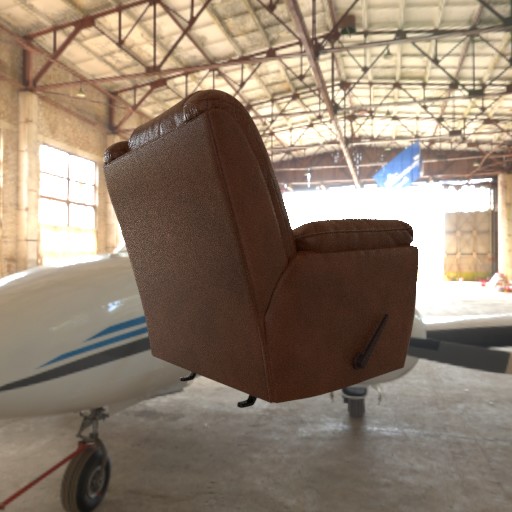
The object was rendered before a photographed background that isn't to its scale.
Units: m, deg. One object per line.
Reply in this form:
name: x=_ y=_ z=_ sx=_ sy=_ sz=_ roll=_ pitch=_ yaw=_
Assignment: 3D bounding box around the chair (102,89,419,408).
chair: x=0.000 y=0.000 z=1.902 sx=1.041 sy=1.093 sz=0.990 roll=1 pitch=-1 yaw=-37
